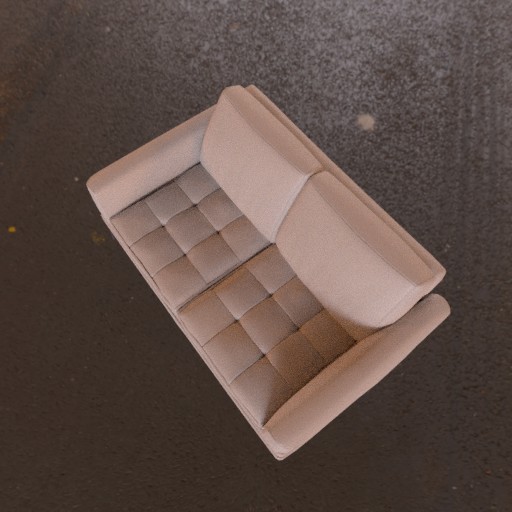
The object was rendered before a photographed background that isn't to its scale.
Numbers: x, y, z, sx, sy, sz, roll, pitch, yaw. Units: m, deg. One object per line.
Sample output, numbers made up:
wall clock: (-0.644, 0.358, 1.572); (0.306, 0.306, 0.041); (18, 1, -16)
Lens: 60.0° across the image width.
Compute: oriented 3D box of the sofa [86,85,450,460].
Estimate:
sofa: (0.000, 0.000, 2.446); (1.121, 0.930, 1.819); (-35, 70, -15)
